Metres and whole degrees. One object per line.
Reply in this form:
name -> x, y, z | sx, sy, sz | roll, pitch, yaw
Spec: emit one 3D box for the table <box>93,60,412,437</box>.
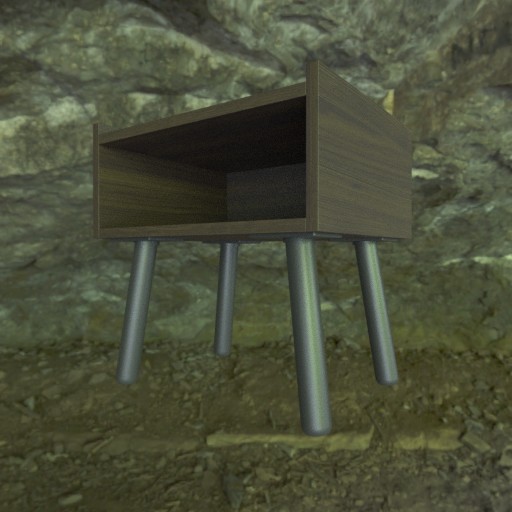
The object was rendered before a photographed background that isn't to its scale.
table -> 0.000, 0.000, 0.810 | 0.450, 0.470, 0.370 | 0, 1, 36
